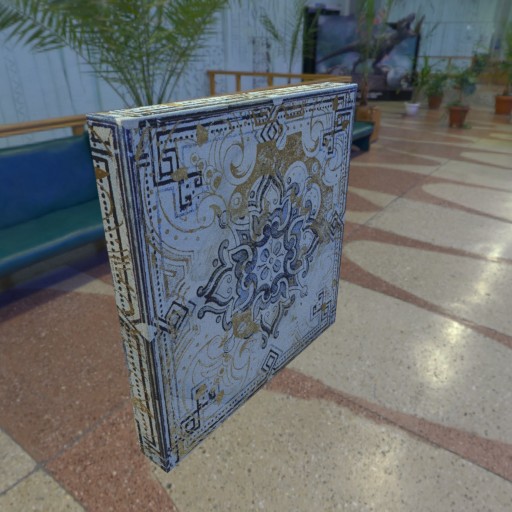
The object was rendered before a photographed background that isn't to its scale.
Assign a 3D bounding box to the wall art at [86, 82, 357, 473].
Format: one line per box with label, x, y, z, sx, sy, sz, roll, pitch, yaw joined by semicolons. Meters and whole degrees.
wall art;0.000;0.000;0.445;0.038;0.306;0.302;19;32;34
